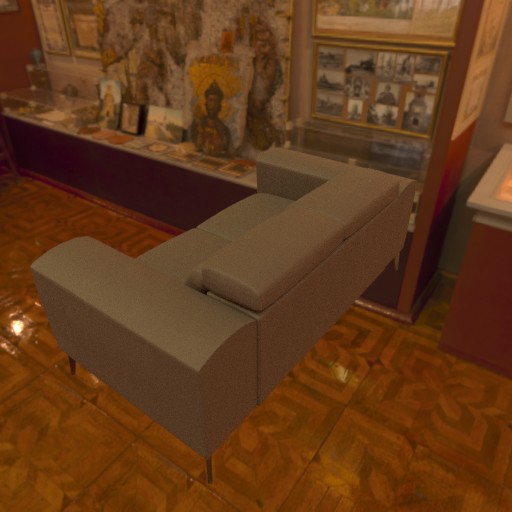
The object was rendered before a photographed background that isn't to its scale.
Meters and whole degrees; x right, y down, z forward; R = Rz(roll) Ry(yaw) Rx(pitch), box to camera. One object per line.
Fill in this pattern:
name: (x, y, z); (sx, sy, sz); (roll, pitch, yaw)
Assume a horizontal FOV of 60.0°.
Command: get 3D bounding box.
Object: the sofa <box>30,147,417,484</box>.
sofa: (0.000, 0.000, 2.359); (1.003, 0.779, 1.895); (22, 39, 31)
